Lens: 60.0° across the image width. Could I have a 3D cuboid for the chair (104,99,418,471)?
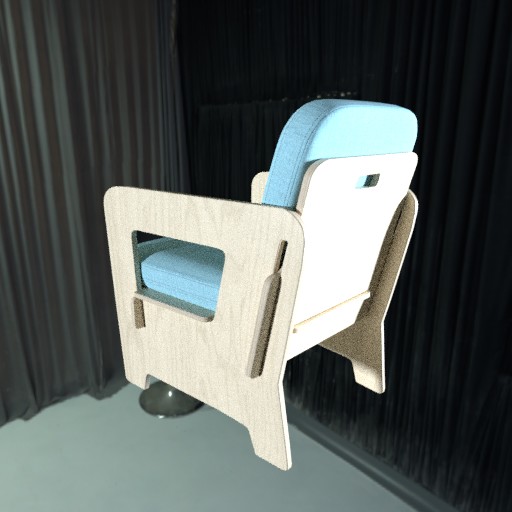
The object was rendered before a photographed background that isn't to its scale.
[{"bbox_3d":[0.000,0.000,1.242,0.710,0.800,0.590,15,22,42],"label":"chair"}]
